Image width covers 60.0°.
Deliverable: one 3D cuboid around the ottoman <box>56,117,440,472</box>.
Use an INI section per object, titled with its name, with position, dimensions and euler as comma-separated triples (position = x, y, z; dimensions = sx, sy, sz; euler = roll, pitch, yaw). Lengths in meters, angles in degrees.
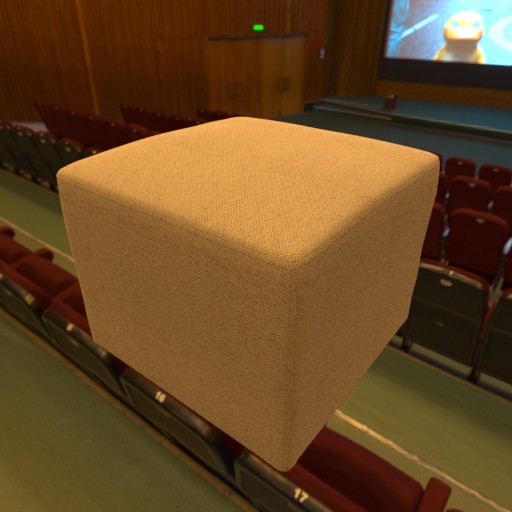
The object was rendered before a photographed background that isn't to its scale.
[ottoman]
position = 0.000, 0.000, 0.898
dimensions = 0.521, 0.453, 0.512
euler = 22, 37, 32
